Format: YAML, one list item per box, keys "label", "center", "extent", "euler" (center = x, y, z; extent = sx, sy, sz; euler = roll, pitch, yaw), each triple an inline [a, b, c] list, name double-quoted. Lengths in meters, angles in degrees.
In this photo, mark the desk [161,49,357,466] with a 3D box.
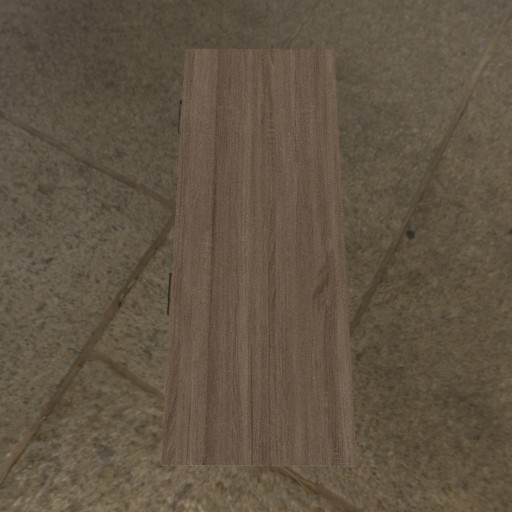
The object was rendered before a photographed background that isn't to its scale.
- label: "desk"
  center: [0.000, 0.000, 2.104]
  extent: [0.690, 0.760, 1.700]
  euler: [0, 74, 0]
